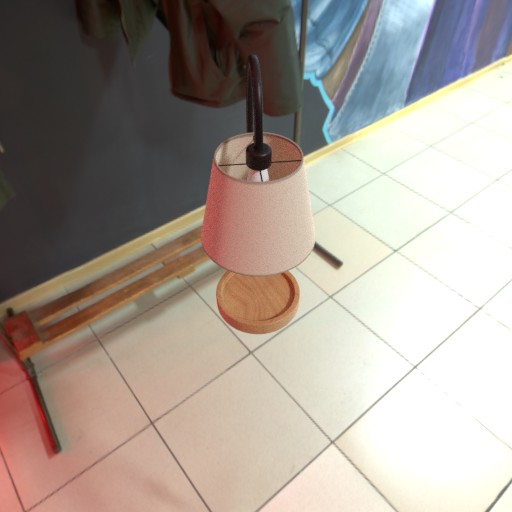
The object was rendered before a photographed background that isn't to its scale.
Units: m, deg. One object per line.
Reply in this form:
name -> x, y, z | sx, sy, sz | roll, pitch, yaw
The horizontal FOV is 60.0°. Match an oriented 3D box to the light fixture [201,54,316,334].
light fixture -> 0.000, 0.000, 0.956 | 0.220, 0.821, 0.299 | -4, 46, -4
